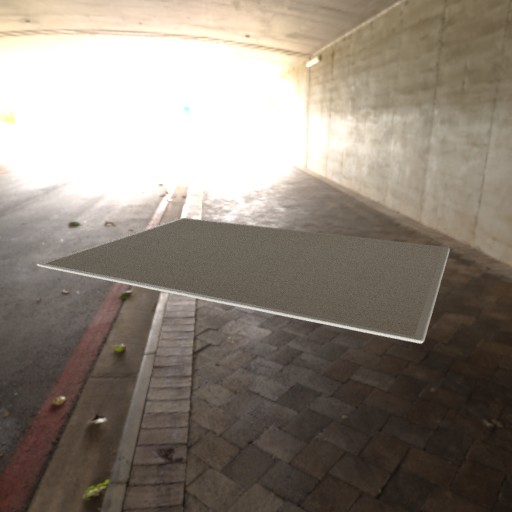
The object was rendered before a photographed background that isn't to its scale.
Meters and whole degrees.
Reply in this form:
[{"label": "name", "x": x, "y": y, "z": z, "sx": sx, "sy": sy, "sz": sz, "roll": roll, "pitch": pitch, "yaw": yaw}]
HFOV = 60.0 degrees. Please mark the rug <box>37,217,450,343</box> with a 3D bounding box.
[{"label": "rug", "x": 0.000, "y": 0.000, "z": 2.891, "sx": 2.244, "sy": 0.017, "sz": 1.532, "roll": 8, "pitch": 19, "yaw": 25}]
